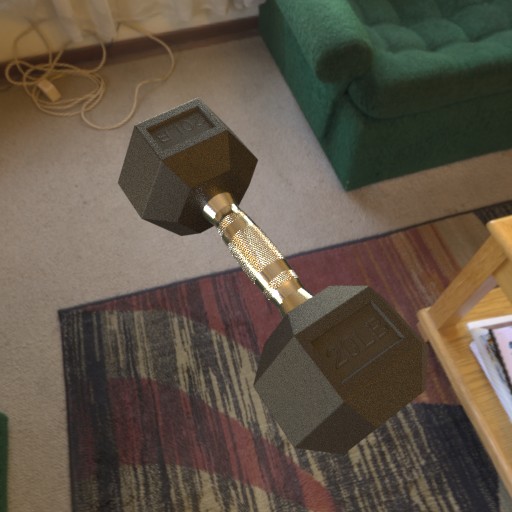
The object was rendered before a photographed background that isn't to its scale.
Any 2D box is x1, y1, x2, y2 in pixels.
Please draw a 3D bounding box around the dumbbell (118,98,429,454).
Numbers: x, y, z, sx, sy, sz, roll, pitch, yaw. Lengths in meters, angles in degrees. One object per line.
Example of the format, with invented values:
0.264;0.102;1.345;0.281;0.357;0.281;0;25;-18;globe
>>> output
0.000;0.000;0.346;0.116;0.101;0.297;-30;63;-17;dumbbell
